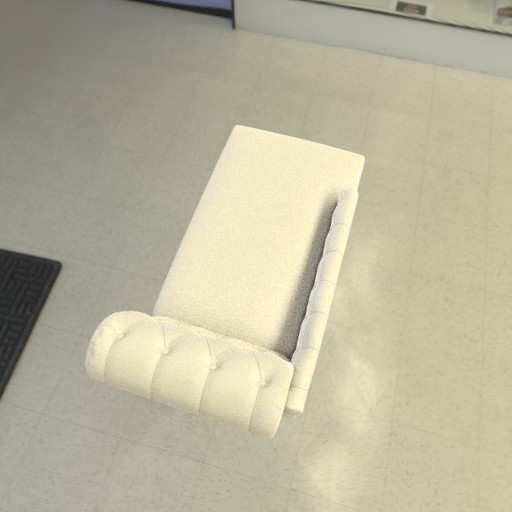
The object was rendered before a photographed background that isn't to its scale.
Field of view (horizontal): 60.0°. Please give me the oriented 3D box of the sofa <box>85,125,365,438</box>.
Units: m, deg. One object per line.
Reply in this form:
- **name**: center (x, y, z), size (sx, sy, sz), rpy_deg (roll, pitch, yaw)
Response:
- **sofa**: center (0.000, 0.000, 1.846), size (0.675, 0.787, 1.379), rpy_deg (16, 64, 8)
